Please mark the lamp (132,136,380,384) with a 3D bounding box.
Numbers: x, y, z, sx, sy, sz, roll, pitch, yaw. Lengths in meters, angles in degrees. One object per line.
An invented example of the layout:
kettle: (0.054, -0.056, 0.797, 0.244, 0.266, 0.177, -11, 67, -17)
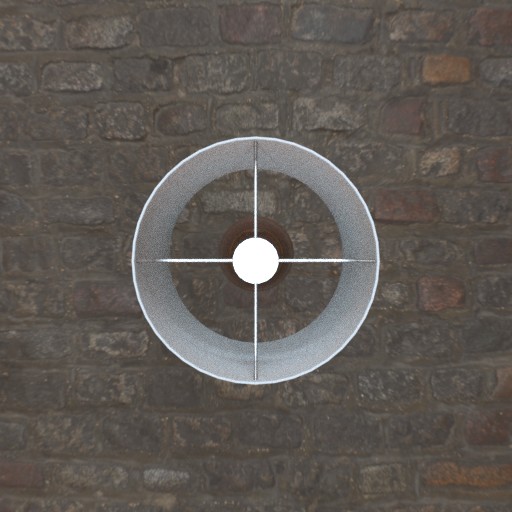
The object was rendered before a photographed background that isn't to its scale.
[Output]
lamp: (0.000, 0.000, 0.477, 0.186, 0.369, 0.186, 0, 91, 0)
